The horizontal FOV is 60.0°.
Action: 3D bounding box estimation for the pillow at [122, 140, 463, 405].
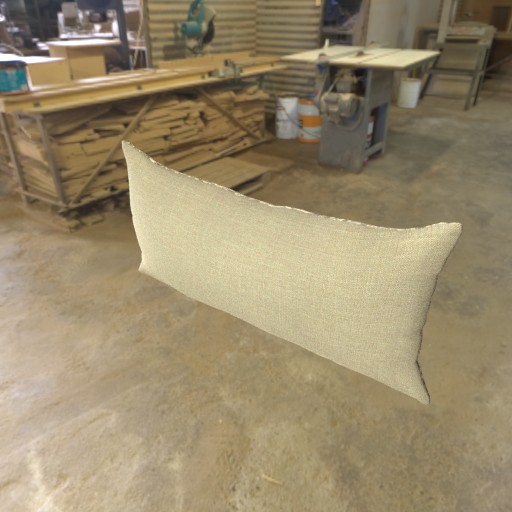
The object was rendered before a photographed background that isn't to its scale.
[{"bbox_3d":[0.000,0.000,0.740,0.631,0.290,0.148,20,36,31],"label":"pillow"}]
